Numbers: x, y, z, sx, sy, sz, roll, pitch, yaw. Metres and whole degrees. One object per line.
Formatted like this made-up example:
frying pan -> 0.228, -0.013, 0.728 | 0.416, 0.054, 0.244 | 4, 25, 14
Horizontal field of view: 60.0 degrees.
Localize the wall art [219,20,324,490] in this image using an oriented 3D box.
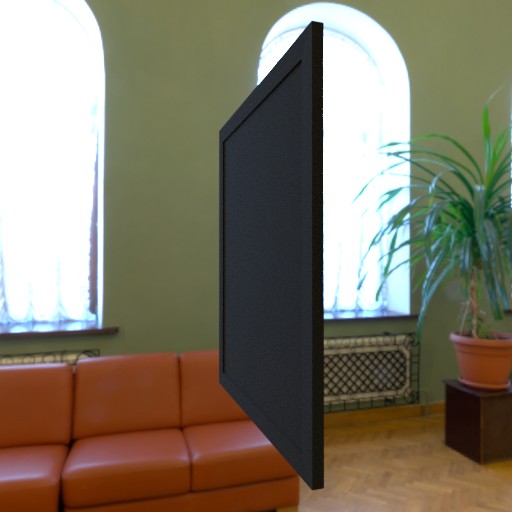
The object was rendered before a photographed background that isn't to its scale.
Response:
wall art -> 0.000, 0.000, 0.490 | 0.010, 0.361, 0.311 | 0, 0, -18
